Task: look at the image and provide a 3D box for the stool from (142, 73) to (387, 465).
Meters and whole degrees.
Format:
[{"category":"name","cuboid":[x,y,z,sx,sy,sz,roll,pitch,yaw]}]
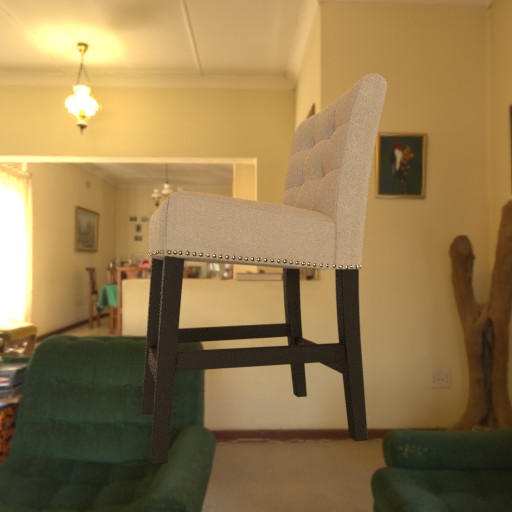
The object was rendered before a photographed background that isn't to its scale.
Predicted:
[{"category":"stool","cuboid":[0.000,0.000,1.183,0.571,0.885,0.427,0,-1,-18]}]
